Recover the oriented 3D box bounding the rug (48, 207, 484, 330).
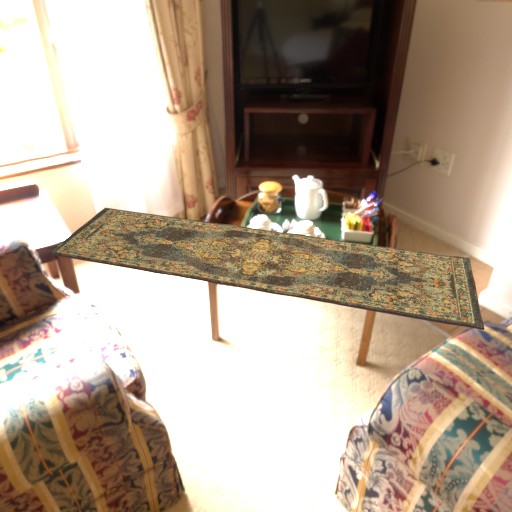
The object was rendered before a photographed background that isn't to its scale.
[{"bbox_3d":[0.000,0.000,2.470,2.283,0.016,0.602,9,34,13],"label":"rug"}]
